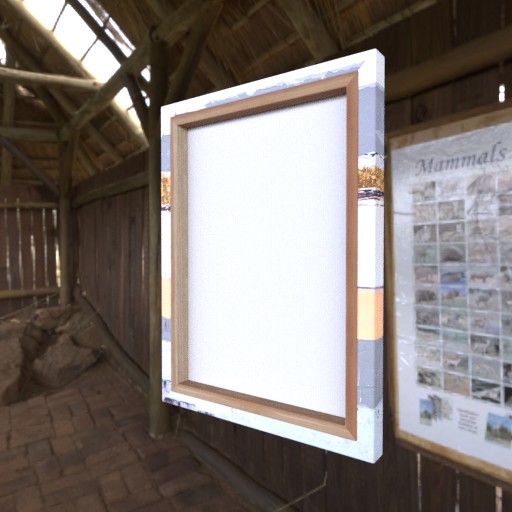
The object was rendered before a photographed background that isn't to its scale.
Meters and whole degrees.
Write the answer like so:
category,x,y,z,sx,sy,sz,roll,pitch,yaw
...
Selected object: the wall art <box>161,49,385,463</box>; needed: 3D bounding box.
category,x,y,z,sx,sy,sz,roll,pitch,yaw
wall art,0.000,0.000,0.796,0.456,0.609,0.038,1,1,36
